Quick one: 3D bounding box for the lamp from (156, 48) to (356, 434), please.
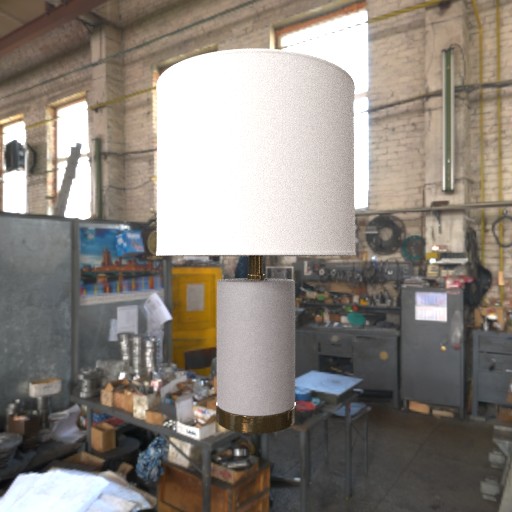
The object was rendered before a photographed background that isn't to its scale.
[{"bbox_3d":[0.000,0.000,0.520,0.229,0.380,0.229,0,0,0],"label":"lamp"}]
